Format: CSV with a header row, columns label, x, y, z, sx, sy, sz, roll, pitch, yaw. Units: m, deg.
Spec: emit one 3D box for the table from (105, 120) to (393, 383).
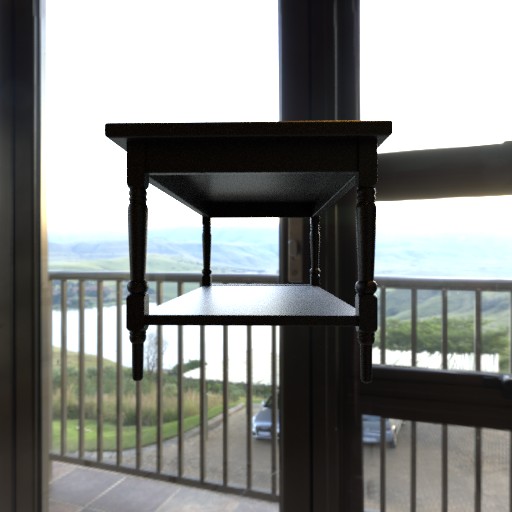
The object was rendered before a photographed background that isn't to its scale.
label,x,y,z,sx,sy,sz,roll,pitch,yaw
table,0.000,0.000,1.394,0.550,0.510,1.107,0,0,2
